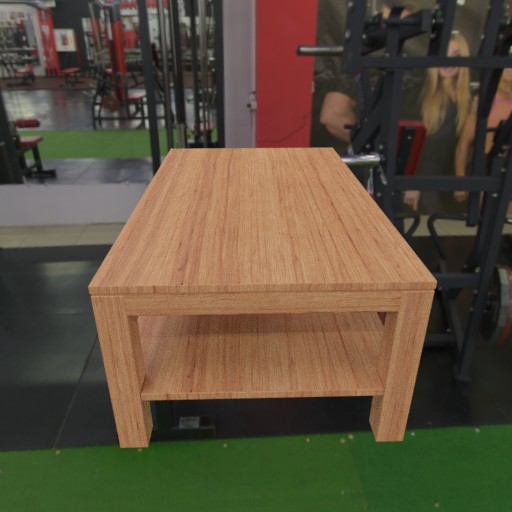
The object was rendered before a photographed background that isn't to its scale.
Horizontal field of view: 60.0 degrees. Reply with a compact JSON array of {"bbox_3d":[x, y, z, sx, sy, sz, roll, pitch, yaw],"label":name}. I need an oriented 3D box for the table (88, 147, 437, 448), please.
[{"bbox_3d":[0.000,0.000,1.494,0.695,0.457,1.146,-1,27,-1],"label":"table"}]
